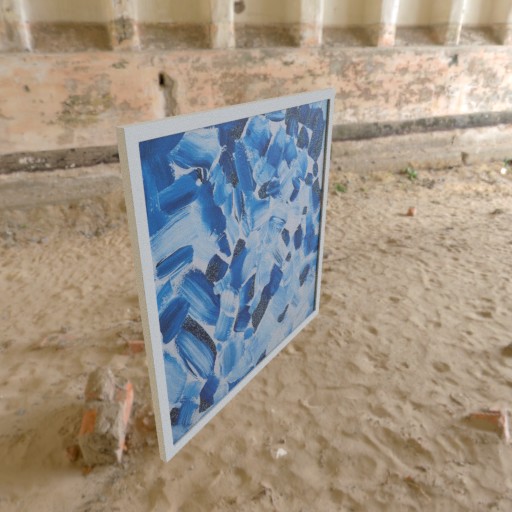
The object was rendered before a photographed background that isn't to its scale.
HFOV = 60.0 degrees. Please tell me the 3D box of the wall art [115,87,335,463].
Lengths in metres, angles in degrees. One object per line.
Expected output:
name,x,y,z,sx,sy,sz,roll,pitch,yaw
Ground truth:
wall art,0.000,0.000,0.691,0.012,0.457,0.457,17,31,31
